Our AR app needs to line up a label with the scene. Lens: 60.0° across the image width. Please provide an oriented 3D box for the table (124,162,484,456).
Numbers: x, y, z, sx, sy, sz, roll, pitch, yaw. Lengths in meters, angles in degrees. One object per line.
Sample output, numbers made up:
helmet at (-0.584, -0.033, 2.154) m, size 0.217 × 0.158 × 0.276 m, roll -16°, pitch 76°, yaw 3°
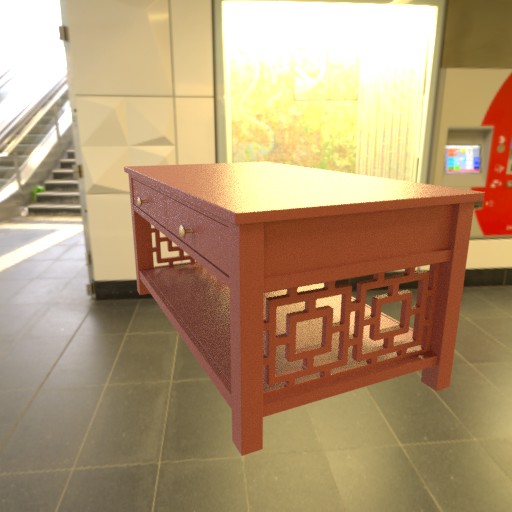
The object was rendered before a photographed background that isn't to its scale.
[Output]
table at (0.000, 0.000, 1.385) m, size 0.612 × 0.493 × 1.068 m, roll -7°, pitch 18°, yaw -24°
